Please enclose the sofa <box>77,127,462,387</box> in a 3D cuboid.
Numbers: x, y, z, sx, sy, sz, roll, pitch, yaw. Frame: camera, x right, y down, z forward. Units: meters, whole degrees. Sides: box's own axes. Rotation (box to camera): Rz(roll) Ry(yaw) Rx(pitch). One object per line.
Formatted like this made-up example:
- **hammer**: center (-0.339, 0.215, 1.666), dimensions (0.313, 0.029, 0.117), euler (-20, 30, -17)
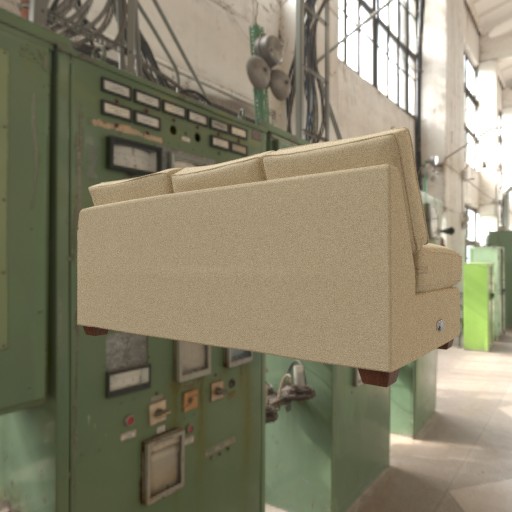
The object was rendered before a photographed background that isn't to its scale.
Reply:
- **sofa**: center (0.000, 0.000, 2.485), dimensions (1.963, 0.946, 1.034), euler (-1, -1, 37)
